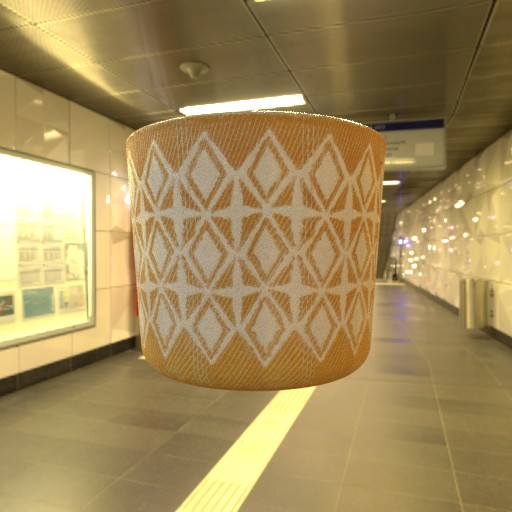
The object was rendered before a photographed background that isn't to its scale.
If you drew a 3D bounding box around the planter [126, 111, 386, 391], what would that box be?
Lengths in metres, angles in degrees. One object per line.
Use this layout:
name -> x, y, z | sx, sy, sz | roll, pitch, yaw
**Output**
planter -> 0.000, 0.000, 0.344 | 0.193, 0.165, 0.193 | 0, 1, 0
